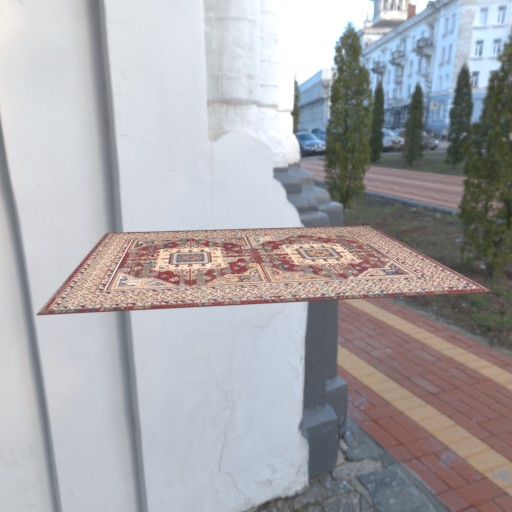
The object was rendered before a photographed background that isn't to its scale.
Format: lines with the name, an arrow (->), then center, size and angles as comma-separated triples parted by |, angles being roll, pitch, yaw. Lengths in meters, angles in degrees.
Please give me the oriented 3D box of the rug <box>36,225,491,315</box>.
rug -> 0.000, 0.000, 4.215 | 3.197, 0.013, 2.381 | -2, 16, -7
